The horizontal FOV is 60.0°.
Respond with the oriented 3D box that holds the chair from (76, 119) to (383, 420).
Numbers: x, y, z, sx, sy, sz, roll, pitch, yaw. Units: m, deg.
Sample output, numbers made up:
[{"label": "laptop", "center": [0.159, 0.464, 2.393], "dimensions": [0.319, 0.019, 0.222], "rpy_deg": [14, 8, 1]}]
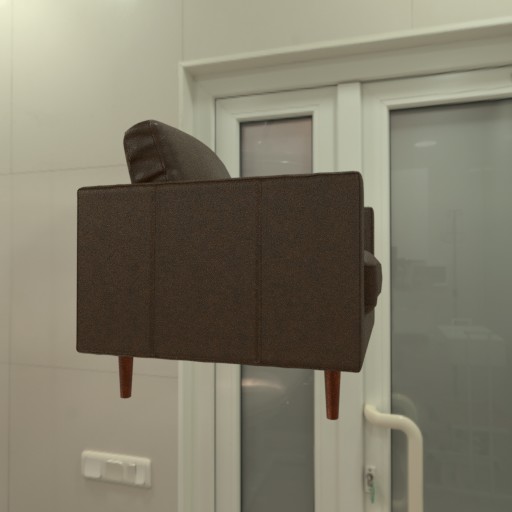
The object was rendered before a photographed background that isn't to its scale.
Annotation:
[{"label": "chair", "center": [0.000, 0.000, 1.677], "dimensions": [0.909, 0.956, 0.890], "rpy_deg": [0, -1, 17]}]
